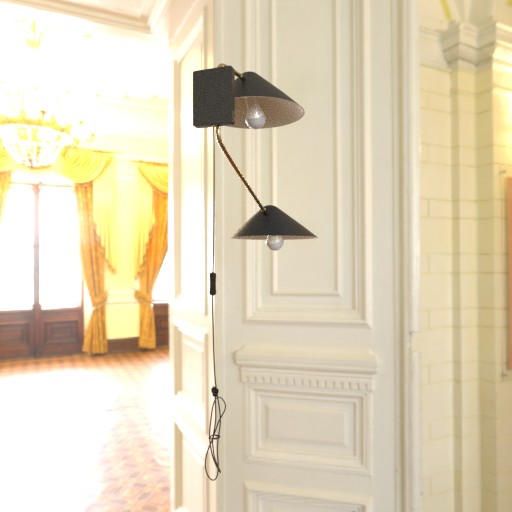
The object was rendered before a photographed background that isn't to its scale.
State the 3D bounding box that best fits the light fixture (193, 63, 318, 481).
[{"bbox_3d":[0.000,0.000,0.840,0.189,0.665,0.422,0,0,19],"label":"light fixture"}]
